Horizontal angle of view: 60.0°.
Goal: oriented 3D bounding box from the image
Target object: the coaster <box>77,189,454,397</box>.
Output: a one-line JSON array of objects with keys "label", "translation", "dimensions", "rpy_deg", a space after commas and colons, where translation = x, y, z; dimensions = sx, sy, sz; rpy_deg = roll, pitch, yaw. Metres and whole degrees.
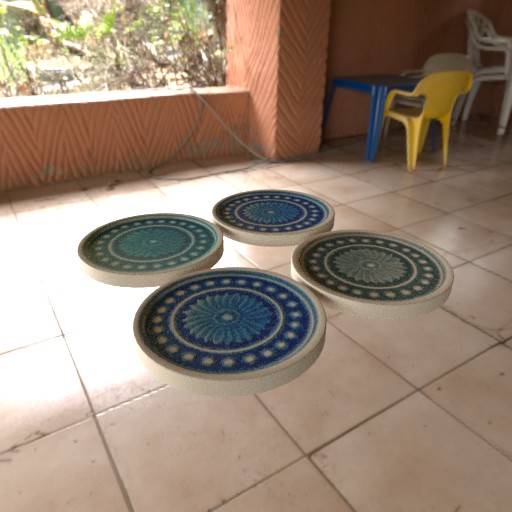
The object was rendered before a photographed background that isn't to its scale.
[{"label": "coaster", "translation": [0.000, 0.000, 0.323], "dimensions": [0.220, 0.010, 0.224], "rpy_deg": [-17, 32, -29]}]
